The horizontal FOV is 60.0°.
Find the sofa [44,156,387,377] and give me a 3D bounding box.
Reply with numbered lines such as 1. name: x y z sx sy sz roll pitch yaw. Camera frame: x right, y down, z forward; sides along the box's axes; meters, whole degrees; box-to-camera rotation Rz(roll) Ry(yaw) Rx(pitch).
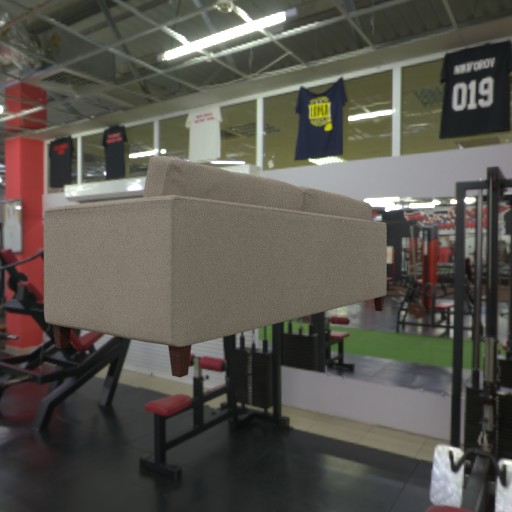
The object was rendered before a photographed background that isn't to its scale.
1. sofa: 0.000 0.000 2.924 0.988 0.912 2.404 1 1 36
